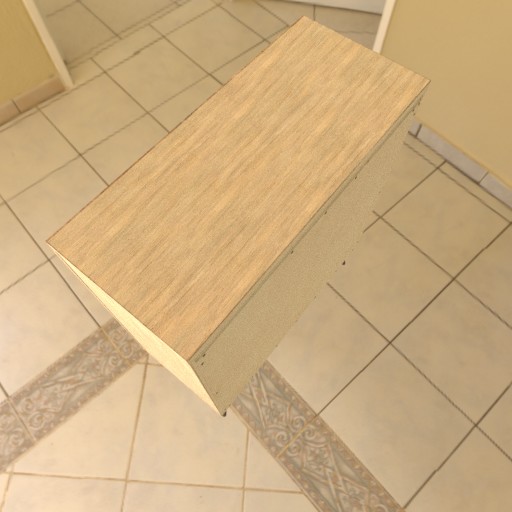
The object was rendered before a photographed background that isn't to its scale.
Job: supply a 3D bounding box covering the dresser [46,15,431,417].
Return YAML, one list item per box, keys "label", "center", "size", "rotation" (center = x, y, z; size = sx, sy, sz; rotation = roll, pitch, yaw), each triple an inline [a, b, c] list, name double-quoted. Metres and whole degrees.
- label: "dresser"
  center: [0.000, 0.000, 1.687]
  size: [0.457, 1.219, 1.016]
  rotation: [36, 69, 16]
